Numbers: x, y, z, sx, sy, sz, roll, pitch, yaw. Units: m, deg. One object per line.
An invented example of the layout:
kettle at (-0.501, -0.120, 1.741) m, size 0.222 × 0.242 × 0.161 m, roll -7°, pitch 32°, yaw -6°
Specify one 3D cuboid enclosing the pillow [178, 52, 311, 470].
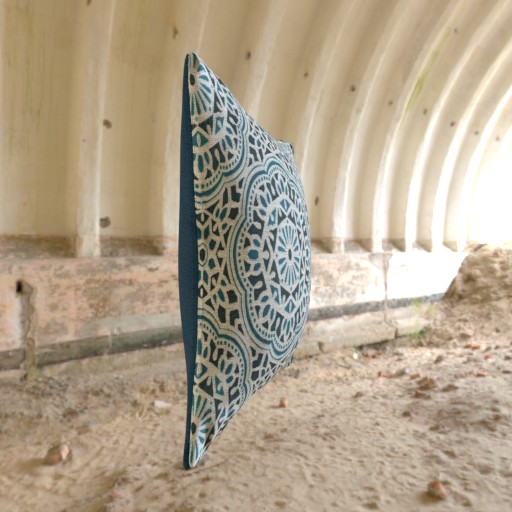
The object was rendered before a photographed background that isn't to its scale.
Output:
pillow at (0.000, 0.000, 0.642) m, size 0.145 × 0.420 × 0.440 m, roll 0°, pitch 1°, yaw 18°
